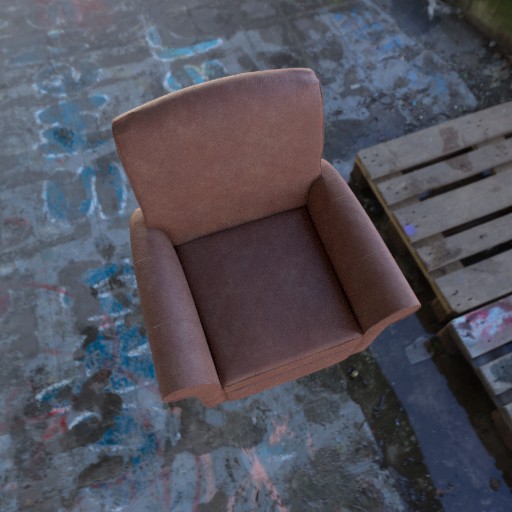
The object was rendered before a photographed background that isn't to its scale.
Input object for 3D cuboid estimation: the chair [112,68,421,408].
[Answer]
[{"bbox_3d":[0.000,0.000,1.793,0.978,1.061,0.902,-18,65,-9],"label":"chair"}]
